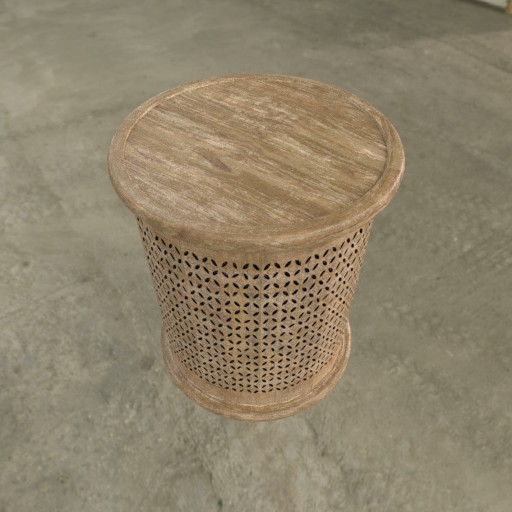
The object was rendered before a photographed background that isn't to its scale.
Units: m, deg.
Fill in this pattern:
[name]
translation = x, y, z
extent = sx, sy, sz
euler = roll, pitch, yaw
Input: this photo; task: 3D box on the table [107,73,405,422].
[table]
translation = 0.000, 0.000, 0.790
extent = 0.407, 0.482, 0.407
euler = 0, 47, 0
